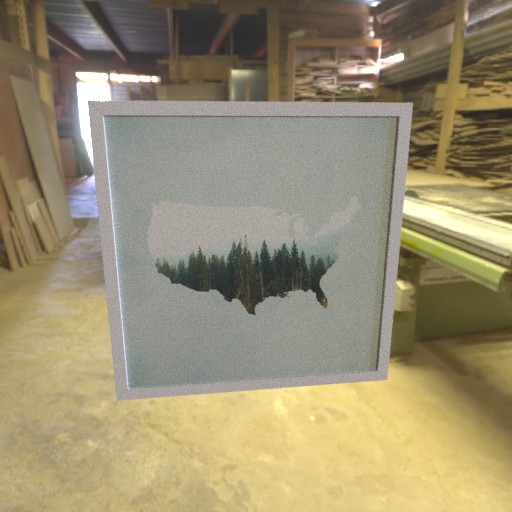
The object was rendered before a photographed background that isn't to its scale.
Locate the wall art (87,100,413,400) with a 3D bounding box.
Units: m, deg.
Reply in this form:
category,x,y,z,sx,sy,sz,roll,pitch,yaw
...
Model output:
category,x,y,z,sx,sy,sz,roll,pitch,yaw
wall art,0.000,0.000,0.776,0.509,0.509,0.040,-2,16,-7
